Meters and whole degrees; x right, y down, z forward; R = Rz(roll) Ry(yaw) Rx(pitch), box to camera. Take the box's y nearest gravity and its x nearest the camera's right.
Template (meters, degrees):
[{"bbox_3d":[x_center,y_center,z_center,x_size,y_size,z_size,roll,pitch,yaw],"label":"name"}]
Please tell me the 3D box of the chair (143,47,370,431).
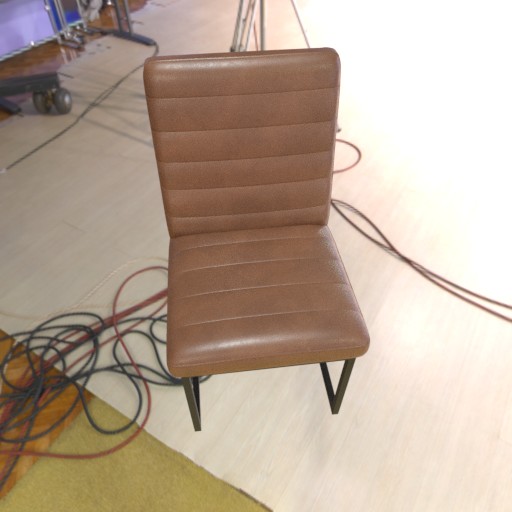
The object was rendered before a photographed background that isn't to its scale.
[{"bbox_3d":[0.000,0.000,1.280,0.520,0.930,0.634,-5,47,-5],"label":"chair"}]
